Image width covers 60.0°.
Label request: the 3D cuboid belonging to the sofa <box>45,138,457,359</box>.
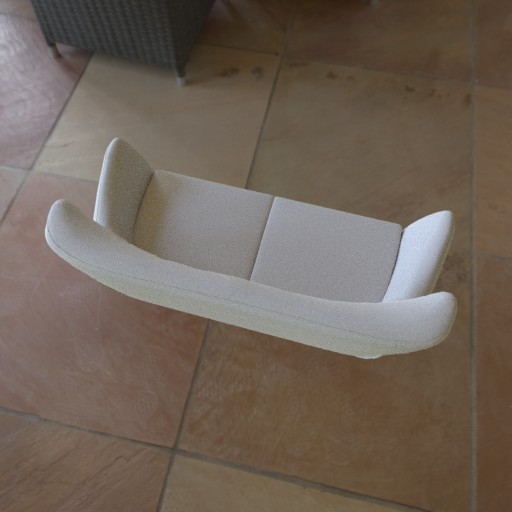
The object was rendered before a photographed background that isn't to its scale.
[{"bbox_3d":[0.000,0.000,2.380,1.930,0.890,0.899,14,64,7],"label":"sofa"}]
